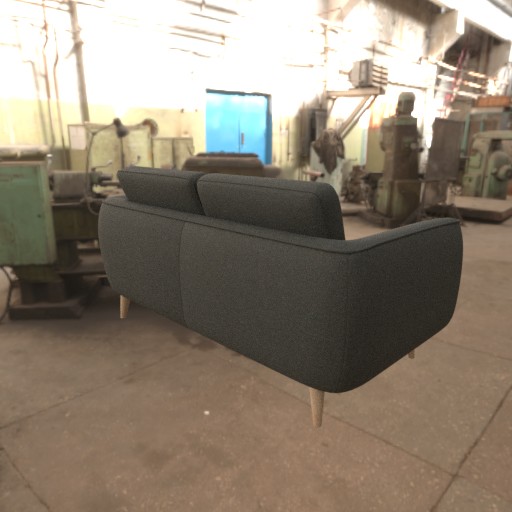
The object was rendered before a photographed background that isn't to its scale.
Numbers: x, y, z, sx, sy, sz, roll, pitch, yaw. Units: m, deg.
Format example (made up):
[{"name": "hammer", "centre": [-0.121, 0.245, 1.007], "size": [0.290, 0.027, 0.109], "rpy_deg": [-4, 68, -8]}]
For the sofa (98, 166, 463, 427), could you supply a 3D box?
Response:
[{"name": "sofa", "centre": [0.000, 0.000, 2.203], "size": [0.920, 0.850, 1.700], "rpy_deg": [-14, 21, -43]}]
